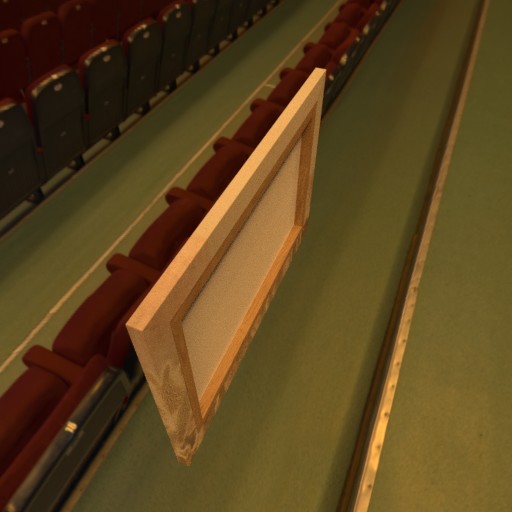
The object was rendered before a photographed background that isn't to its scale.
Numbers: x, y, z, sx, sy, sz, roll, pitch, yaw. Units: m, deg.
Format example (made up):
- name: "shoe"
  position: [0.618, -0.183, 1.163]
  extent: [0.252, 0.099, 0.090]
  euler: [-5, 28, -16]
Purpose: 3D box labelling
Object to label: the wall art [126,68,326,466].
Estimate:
- name: "wall art"
  position: [0.000, 0.000, 1.446]
  extent: [0.041, 0.758, 1.142]
  euler: [17, 50, 15]
